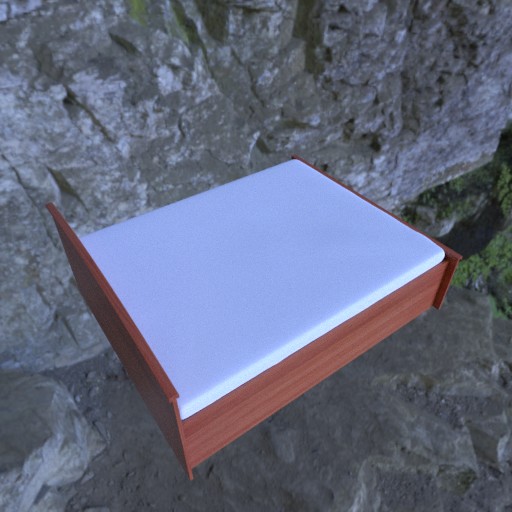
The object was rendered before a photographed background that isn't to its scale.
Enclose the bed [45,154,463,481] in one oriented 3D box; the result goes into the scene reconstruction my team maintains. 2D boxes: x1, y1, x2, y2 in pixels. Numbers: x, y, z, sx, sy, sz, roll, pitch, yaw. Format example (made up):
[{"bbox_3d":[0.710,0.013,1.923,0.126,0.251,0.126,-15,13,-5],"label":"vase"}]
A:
[{"bbox_3d":[0.000,0.000,2.949,2.053,0.848,1.683,-25,47,-26],"label":"bed"}]
